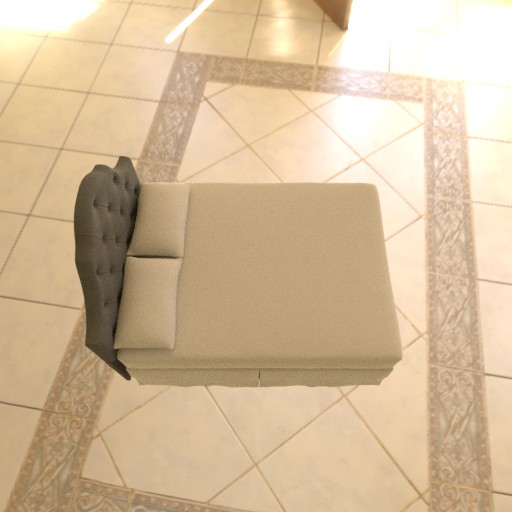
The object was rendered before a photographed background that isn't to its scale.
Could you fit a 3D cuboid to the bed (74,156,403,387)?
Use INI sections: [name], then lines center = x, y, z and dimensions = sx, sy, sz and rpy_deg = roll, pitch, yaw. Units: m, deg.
[bed]
center = 0.000, 0.000, 3.349
dimensions = 2.155, 1.575, 1.636
rpy_deg = 0, 63, 0
